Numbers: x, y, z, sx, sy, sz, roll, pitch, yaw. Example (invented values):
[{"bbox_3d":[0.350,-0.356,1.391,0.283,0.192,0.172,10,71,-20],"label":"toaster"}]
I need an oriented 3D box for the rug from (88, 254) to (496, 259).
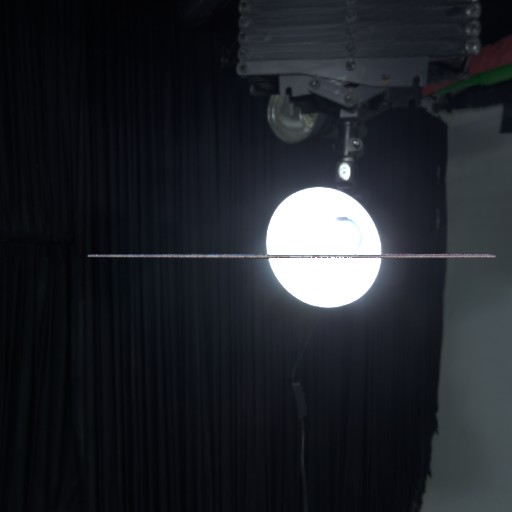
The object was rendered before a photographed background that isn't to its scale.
[{"bbox_3d":[0.000,0.000,3.004,1.539,0.018,2.449,0,0,-36],"label":"rug"}]
